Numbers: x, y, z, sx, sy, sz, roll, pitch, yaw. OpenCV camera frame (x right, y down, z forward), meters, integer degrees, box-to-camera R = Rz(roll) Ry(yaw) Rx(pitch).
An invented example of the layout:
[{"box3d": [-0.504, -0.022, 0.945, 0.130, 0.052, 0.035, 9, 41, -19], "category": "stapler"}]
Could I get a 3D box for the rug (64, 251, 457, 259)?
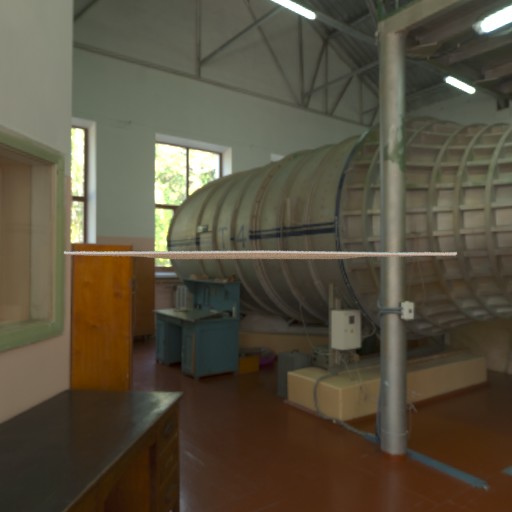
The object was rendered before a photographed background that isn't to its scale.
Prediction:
[{"box3d": [0.000, 0.000, 2.932, 1.593, 0.029, 2.305, 0, -1, -1], "category": "rug"}]
